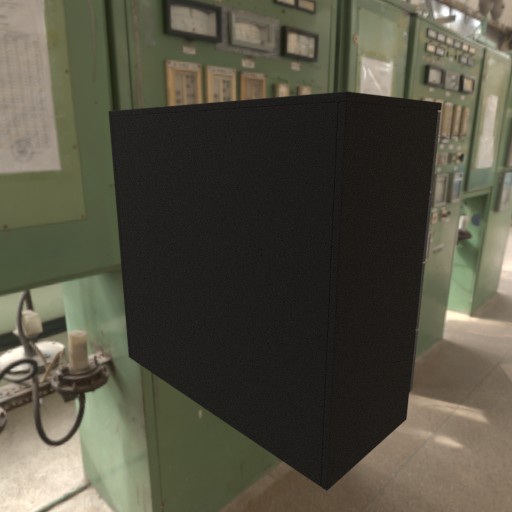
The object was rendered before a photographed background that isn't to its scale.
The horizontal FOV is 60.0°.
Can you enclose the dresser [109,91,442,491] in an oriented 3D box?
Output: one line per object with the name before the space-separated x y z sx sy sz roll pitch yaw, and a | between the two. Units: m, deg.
dresser | 0.000 0.000 1.133 0.360 0.720 0.750 -14 21 -43
